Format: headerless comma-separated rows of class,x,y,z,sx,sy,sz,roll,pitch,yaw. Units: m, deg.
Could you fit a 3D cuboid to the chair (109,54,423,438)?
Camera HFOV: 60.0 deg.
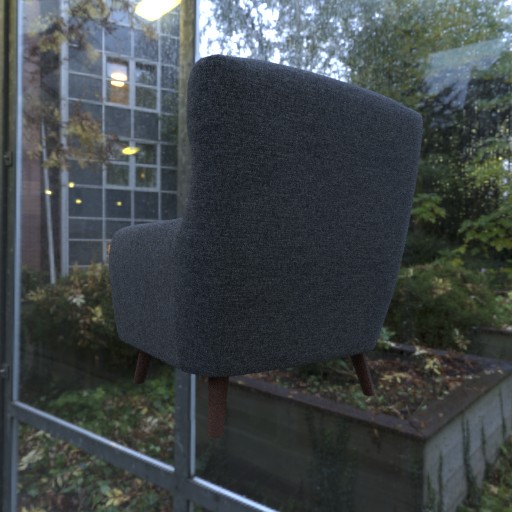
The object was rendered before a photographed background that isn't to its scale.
chair,0.000,0.000,1.669,0.889,1.039,0.940,0,0,-35
